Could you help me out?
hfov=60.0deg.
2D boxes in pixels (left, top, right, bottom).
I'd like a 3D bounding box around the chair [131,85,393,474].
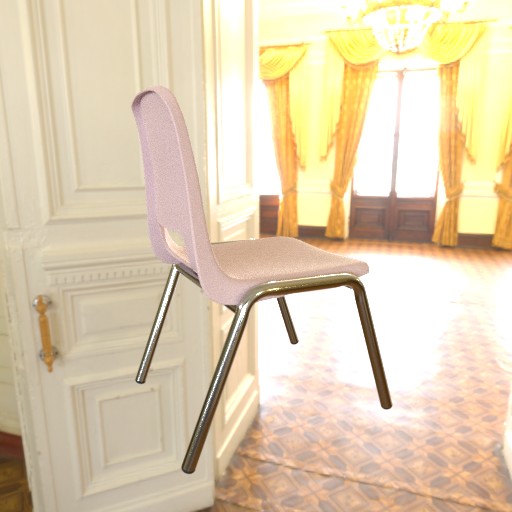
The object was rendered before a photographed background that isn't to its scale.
[{"bbox_3d":[0.000,0.000,0.849,0.423,0.586,0.354,-7,15,-27],"label":"chair"}]
